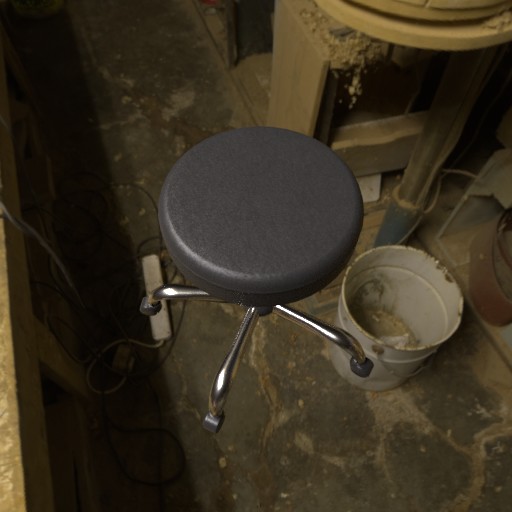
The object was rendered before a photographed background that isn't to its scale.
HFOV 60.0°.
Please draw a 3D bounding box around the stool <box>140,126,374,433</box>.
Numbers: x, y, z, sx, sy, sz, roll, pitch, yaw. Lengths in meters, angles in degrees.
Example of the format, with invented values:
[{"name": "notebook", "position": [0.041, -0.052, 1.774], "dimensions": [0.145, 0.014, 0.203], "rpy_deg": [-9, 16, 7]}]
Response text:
[{"name": "stool", "position": [0.000, 0.000, 1.115], "dimensions": [0.673, 0.576, 0.638], "rpy_deg": [-16, 59, -10]}]
